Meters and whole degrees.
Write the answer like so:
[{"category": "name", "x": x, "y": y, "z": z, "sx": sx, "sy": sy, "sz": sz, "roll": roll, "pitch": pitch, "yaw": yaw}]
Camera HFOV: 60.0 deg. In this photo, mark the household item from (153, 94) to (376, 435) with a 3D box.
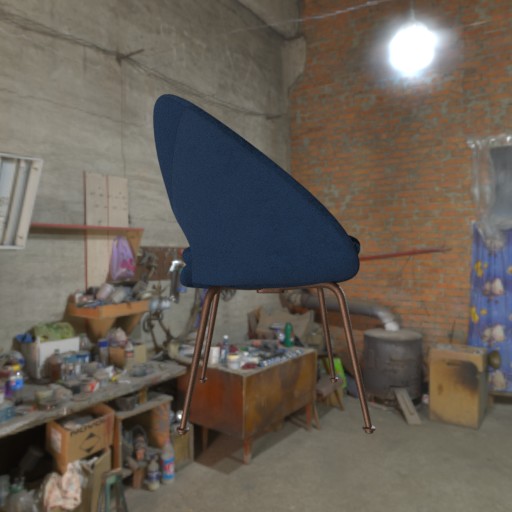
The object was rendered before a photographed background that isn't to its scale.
[{"category": "household item", "x": 0.000, "y": 0.000, "z": 1.280, "sx": 0.573, "sy": 0.852, "sz": 0.623, "roll": 0, "pitch": -1, "yaw": -1}]
